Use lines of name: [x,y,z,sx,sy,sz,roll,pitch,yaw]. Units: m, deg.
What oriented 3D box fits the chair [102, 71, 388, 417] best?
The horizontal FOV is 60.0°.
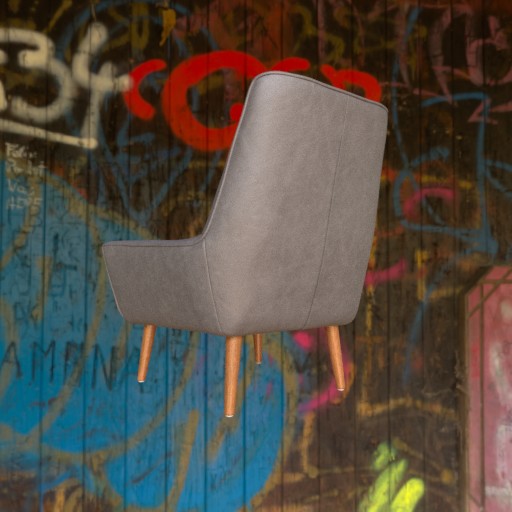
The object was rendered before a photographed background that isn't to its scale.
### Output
chair: [0.000,0.000,1.488,0.787,0.888,0.822,1,-2,-37]
